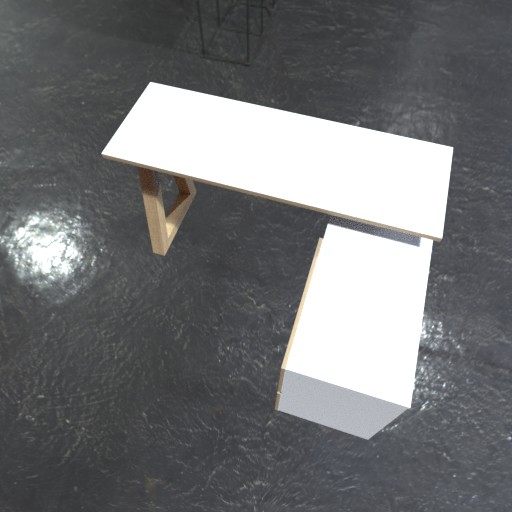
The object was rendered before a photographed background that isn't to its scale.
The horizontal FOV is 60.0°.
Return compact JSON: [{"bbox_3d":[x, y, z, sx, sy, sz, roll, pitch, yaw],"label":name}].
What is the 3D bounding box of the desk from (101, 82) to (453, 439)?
[{"bbox_3d":[0.000,0.000,2.039,1.404,0.755,1.098,15,60,9],"label":"desk"}]
